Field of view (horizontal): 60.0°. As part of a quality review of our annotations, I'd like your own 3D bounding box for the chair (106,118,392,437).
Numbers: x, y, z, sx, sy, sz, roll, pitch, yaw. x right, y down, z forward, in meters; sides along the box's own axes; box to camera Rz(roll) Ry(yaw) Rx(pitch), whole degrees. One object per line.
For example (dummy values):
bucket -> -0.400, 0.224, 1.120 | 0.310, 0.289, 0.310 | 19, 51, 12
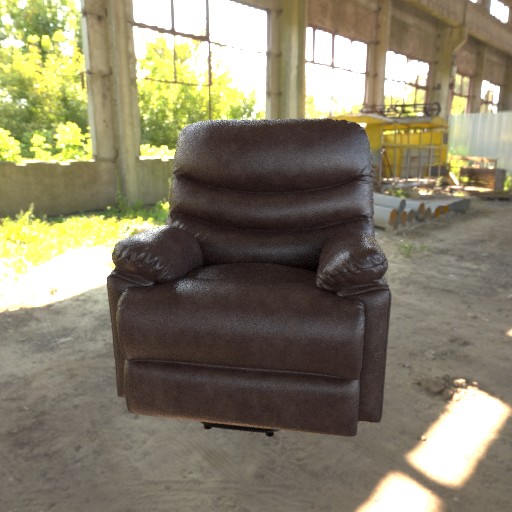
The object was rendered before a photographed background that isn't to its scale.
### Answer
chair -> 0.000, 0.000, 1.693 | 0.940, 1.041, 0.879 | 2, 14, 10
